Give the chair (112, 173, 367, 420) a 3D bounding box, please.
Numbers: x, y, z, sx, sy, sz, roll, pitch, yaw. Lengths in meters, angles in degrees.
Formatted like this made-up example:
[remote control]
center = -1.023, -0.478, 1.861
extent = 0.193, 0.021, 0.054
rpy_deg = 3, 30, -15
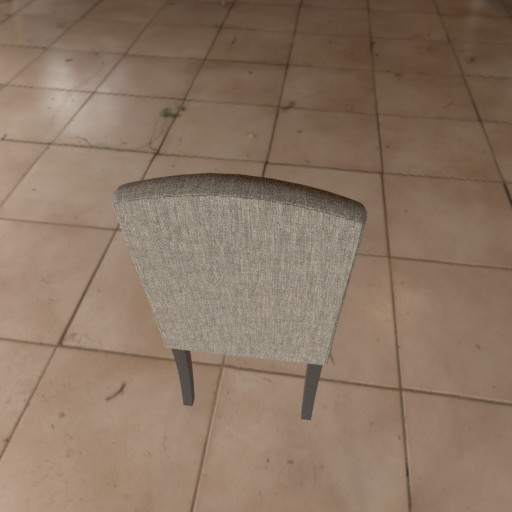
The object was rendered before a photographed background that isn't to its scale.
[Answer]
[chair]
center = 0.000, 0.000, 1.248
extent = 0.451, 0.917, 0.580
rpy_deg = 5, 47, 5
